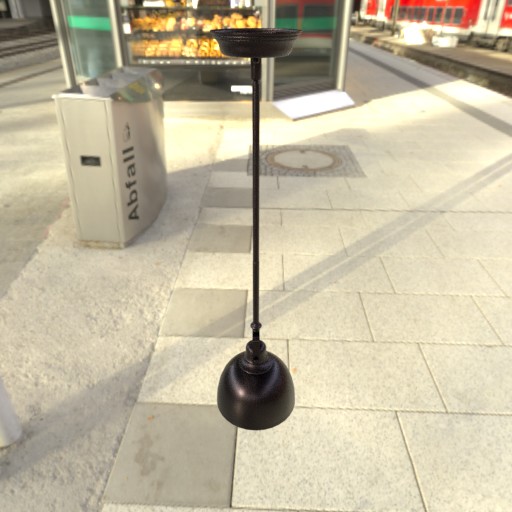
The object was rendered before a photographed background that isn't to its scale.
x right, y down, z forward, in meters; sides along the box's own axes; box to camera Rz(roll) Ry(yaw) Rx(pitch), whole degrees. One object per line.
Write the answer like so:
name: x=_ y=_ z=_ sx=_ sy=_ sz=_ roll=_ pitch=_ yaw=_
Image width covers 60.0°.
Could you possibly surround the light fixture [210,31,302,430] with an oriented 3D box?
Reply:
light fixture: x=0.000 y=0.000 z=0.845 sx=0.182 sy=0.768 sz=0.182 roll=0 pitch=30 yaw=0
